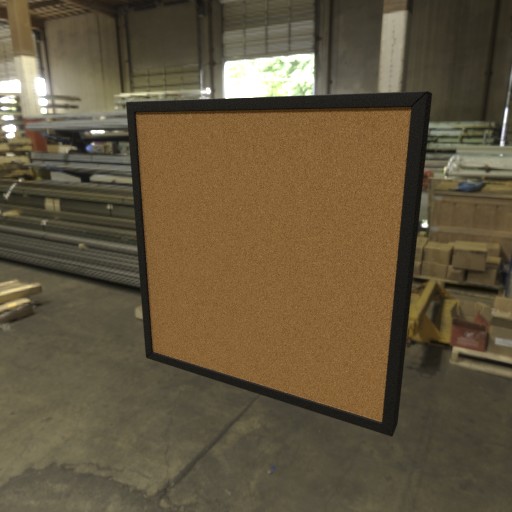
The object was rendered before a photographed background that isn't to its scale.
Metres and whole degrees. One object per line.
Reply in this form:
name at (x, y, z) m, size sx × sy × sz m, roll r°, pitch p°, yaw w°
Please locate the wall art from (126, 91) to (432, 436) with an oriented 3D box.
wall art at (0.000, 0.000, 0.754) m, size 0.508 × 0.508 × 0.037 m, roll 9°, pitch 19°, yaw 28°
